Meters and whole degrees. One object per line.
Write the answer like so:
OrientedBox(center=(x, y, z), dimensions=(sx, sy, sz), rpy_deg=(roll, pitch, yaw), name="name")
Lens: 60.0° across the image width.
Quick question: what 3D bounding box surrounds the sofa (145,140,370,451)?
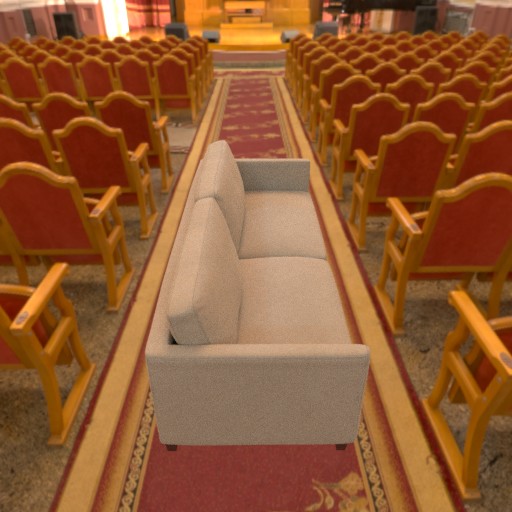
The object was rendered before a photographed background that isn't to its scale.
OrientedBox(center=(0.000, 0.000, 2.953), dimensions=(0.988, 0.912, 2.404), rpy_deg=(0, 32, 0), name="sofa")
